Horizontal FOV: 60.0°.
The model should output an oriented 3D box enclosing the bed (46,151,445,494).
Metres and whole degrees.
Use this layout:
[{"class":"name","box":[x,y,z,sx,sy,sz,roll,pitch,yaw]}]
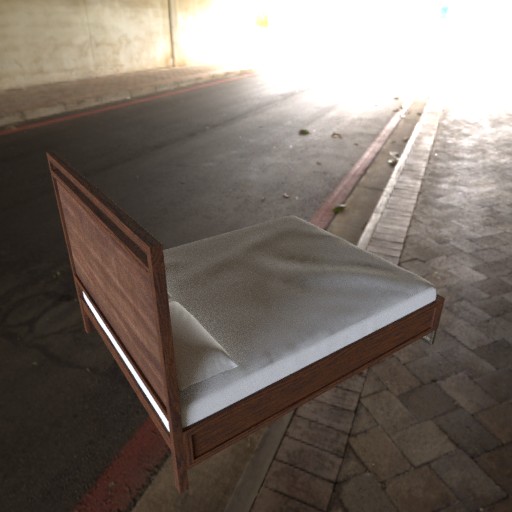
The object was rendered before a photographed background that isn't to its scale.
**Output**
[{"class":"bed","box":[0.000,0.000,3.249,2.218,1.487,1.765,-18,32,-30]}]
